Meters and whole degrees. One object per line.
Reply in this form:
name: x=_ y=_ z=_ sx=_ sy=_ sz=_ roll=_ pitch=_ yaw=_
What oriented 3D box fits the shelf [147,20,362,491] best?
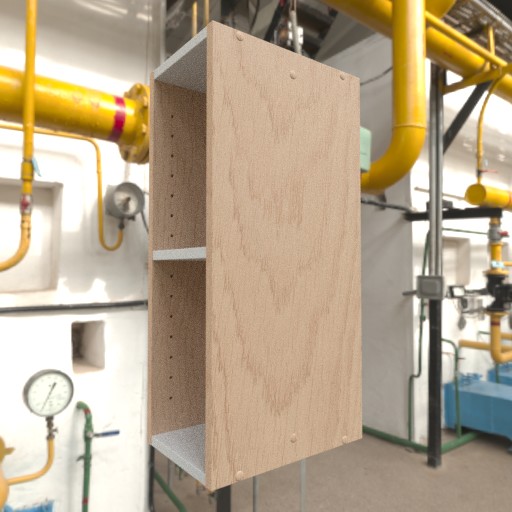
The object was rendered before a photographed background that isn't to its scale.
shelf: x=0.000 y=0.000 z=0.730 sx=0.290 sy=0.600 sz=0.200 roll=1 pitch=-2 yaw=-37
